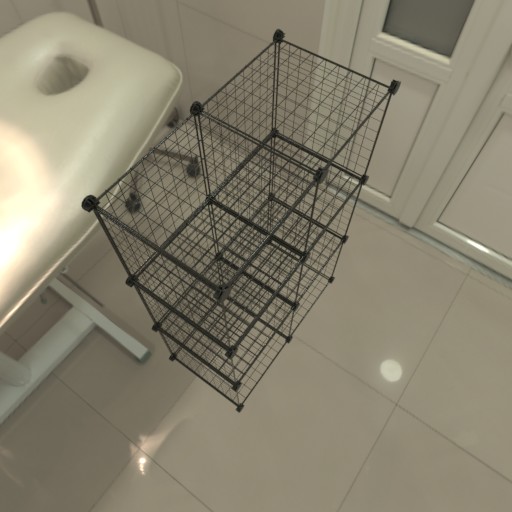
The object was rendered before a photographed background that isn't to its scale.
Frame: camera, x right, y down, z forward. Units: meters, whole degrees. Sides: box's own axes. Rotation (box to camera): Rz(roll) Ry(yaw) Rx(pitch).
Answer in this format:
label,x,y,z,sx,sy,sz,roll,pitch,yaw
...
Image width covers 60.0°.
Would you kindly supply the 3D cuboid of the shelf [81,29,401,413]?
label,x,y,z,sx,sy,sz,roll,pitch,yaw
shelf,0.000,0.000,1.436,0.356,1.067,0.711,32,65,17
